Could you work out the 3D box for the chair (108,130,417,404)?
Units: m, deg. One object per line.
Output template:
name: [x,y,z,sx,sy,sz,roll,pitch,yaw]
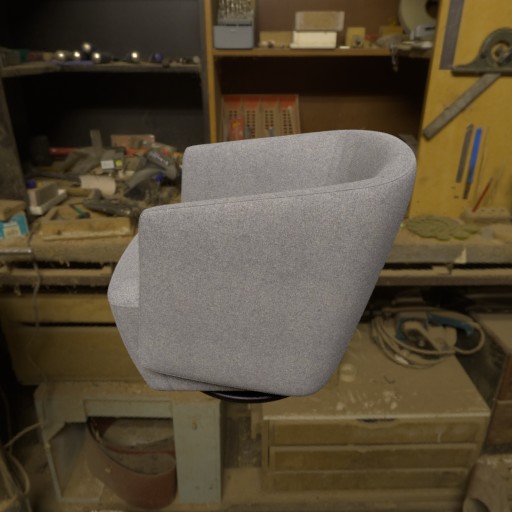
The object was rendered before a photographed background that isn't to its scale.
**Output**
chair: [0.000,0.000,1.655,0.986,0.861,0.822,0,26,1]
